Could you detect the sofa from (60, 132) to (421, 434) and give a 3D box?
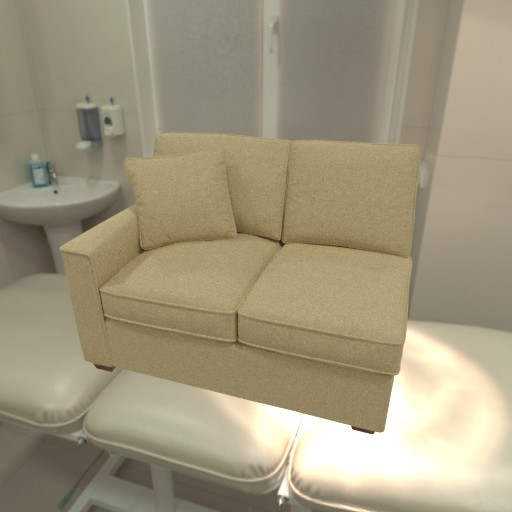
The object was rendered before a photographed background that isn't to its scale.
[{"bbox_3d":[0.000,0.000,2.072,1.388,0.989,0.991,8,27,16],"label":"sofa"}]
